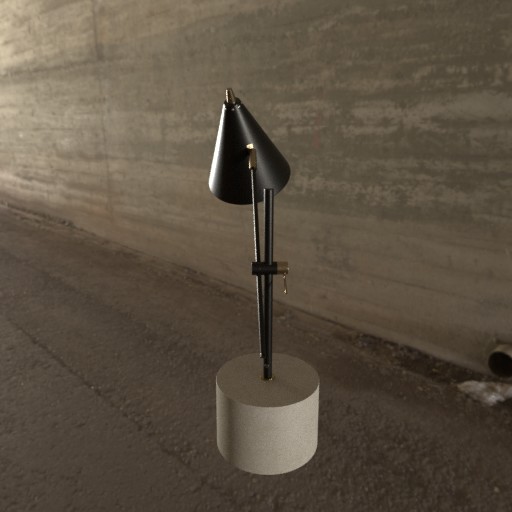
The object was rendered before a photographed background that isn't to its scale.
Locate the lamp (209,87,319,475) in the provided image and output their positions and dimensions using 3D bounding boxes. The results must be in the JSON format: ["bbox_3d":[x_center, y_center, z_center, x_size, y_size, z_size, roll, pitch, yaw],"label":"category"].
[{"bbox_3d":[0.000,0.000,0.714,0.214,0.518,0.403,2,16,7],"label":"lamp"}]
